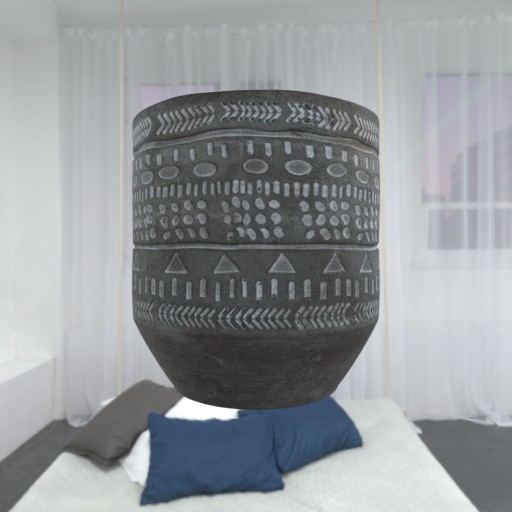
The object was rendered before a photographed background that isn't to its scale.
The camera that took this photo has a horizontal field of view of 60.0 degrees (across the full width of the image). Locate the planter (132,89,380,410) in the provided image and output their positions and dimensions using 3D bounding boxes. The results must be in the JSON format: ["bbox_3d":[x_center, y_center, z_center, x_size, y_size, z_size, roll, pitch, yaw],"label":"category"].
[{"bbox_3d":[0.000,0.000,0.264,0.142,0.149,0.142,0,1,0],"label":"planter"}]
